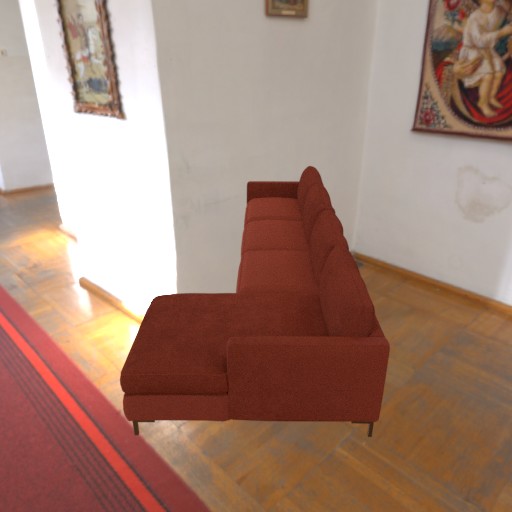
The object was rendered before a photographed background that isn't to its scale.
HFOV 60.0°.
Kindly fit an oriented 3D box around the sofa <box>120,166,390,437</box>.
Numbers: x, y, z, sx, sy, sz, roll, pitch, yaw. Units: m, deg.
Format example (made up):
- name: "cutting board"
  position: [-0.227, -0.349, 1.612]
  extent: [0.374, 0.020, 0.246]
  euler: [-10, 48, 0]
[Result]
- name: "sofa"
  position: [0.000, 0.000, 3.509]
  extent: [1.350, 0.810, 2.932]
  euler: [0, 25, 1]
